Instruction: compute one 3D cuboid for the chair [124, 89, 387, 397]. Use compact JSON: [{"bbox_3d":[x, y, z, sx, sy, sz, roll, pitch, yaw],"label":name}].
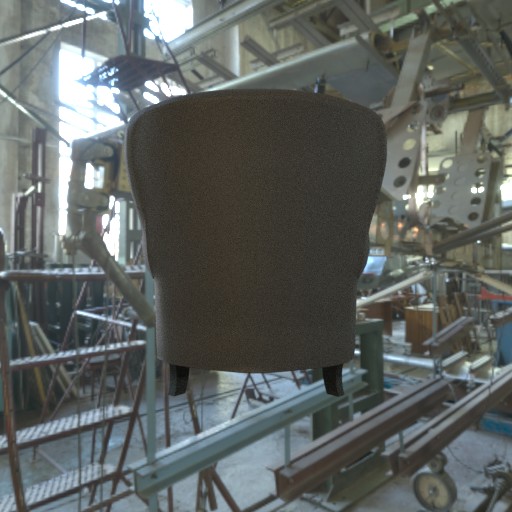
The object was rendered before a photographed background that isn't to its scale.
[{"bbox_3d":[0.000,0.000,1.824,0.983,1.046,0.983,0,-1,1],"label":"chair"}]
